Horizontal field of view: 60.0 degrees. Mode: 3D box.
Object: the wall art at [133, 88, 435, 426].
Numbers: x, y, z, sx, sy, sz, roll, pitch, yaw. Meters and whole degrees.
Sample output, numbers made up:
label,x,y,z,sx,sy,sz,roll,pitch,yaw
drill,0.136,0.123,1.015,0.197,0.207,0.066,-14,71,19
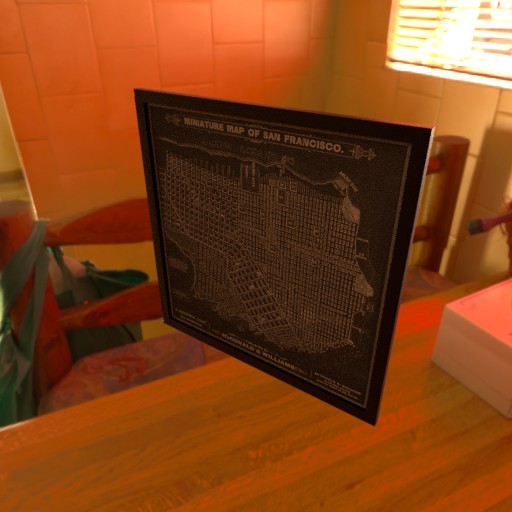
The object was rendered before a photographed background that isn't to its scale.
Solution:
label,x,y,z,sx,sy,sz,roll,pitch,yaw
wall art,0.000,0.000,0.695,0.457,0.458,0.012,19,34,30
